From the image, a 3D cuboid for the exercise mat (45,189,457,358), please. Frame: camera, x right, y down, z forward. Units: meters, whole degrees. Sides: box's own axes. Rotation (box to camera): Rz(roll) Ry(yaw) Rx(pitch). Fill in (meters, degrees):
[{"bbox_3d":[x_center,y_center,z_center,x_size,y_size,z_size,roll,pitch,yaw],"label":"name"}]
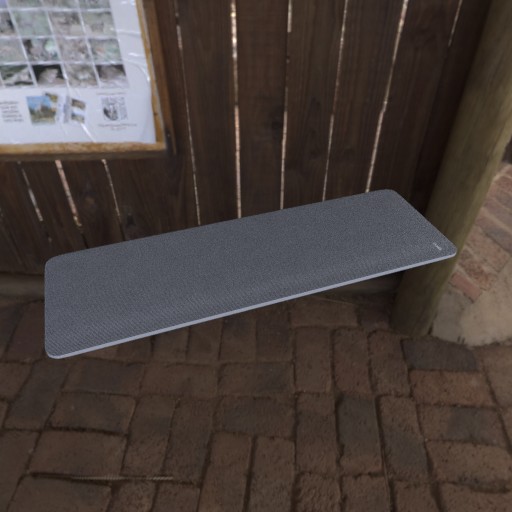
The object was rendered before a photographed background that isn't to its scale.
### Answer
[{"bbox_3d":[0.000,0.000,2.101,1.884,0.021,0.616,-13,42,-15],"label":"exercise mat"}]
